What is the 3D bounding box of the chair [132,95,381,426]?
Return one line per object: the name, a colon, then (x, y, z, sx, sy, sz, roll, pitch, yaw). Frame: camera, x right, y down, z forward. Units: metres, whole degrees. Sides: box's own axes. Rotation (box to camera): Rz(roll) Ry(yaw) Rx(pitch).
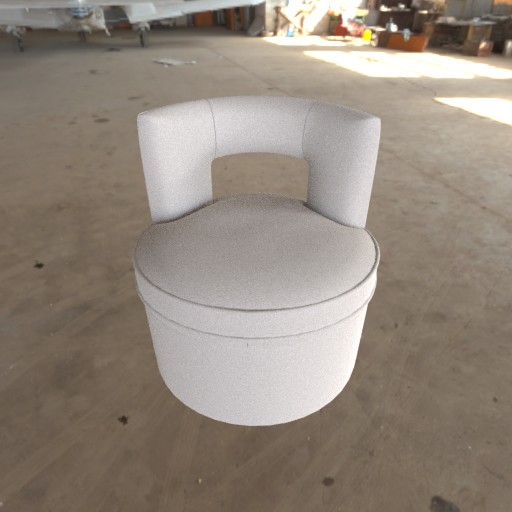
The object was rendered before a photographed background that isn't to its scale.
chair: (0.000, 0.000, 1.215, 0.650, 0.723, 0.665, 1, 31, 2)
